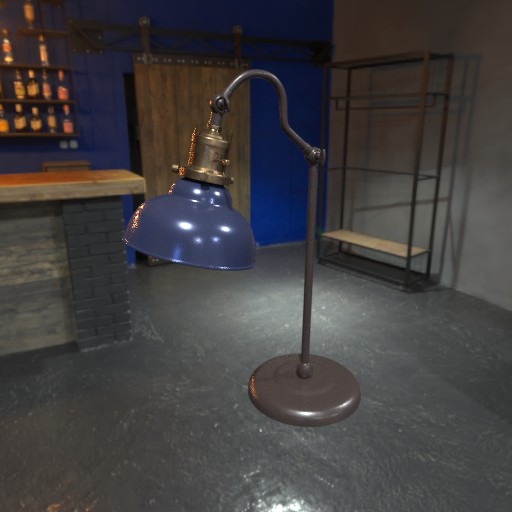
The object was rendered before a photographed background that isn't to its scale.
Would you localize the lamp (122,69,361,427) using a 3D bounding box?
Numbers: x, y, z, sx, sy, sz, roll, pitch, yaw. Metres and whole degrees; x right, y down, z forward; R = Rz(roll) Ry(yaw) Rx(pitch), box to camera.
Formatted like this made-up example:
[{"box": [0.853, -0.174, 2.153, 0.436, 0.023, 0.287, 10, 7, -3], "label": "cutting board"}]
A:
[{"box": [0.000, 0.000, 0.652, 0.374, 0.508, 0.192, -8, 19, -24], "label": "lamp"}]
